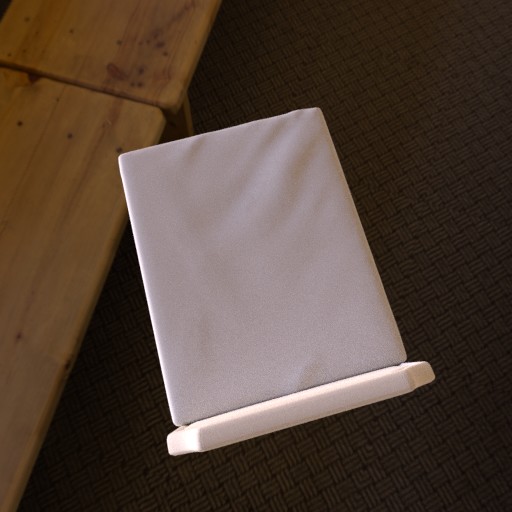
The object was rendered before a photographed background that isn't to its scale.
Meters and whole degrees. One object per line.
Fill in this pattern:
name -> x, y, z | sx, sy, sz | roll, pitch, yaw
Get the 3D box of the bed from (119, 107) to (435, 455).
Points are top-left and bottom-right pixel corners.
bed -> 0.000, 0.000, 3.599 | 1.977, 1.293, 2.498 | -15, 76, -4
